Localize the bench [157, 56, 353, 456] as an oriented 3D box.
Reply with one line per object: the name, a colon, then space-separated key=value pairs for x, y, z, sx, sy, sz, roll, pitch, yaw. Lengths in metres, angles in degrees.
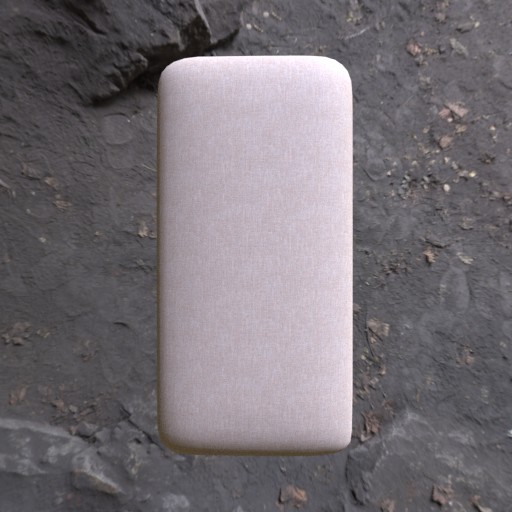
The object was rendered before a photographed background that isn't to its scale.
bench: x=0.000 y=0.000 z=1.246 sx=0.483 sy=0.483 sz=0.991 roll=0 pitch=90 yaw=1
